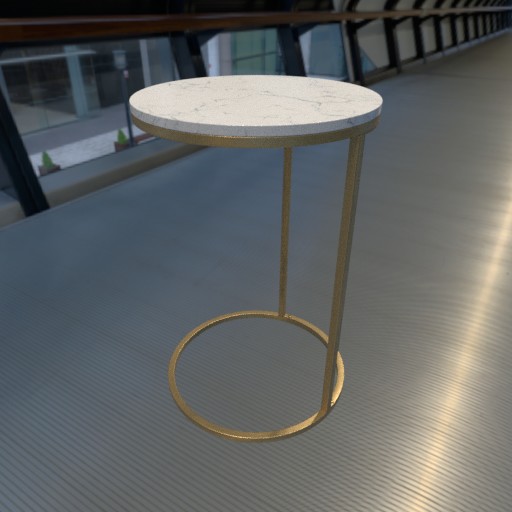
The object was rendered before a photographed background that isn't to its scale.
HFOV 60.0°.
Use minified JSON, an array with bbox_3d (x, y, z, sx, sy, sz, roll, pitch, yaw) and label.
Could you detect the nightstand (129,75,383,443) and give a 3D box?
[{"bbox_3d":[0.000,0.000,0.875,0.400,0.610,0.400,-7,31,-12],"label":"nightstand"}]
